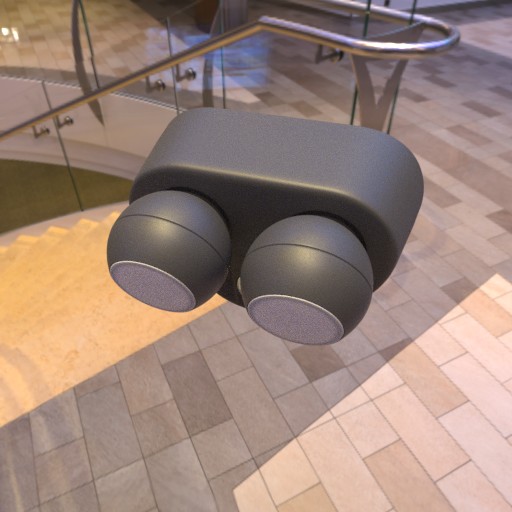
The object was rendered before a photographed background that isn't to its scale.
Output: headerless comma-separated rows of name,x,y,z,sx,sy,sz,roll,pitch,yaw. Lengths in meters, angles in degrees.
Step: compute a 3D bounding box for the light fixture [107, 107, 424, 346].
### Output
light fixture,0.000,0.000,0.339,0.229,0.159,0.159,12,42,13
